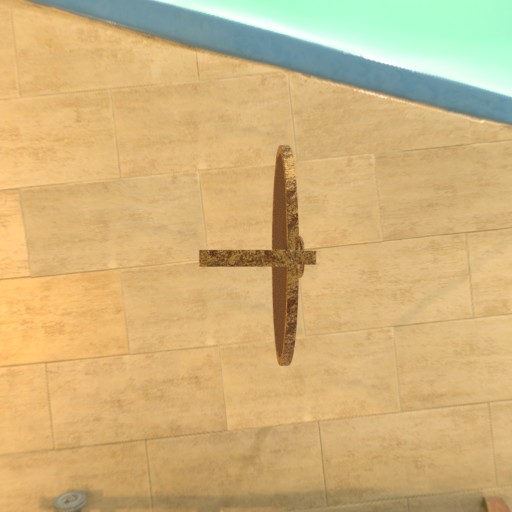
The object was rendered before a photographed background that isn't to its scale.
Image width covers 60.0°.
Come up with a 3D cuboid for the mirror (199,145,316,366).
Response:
[{"bbox_3d":[0.000,0.000,0.824,0.144,0.651,0.447,0,90,-1],"label":"mirror"}]
